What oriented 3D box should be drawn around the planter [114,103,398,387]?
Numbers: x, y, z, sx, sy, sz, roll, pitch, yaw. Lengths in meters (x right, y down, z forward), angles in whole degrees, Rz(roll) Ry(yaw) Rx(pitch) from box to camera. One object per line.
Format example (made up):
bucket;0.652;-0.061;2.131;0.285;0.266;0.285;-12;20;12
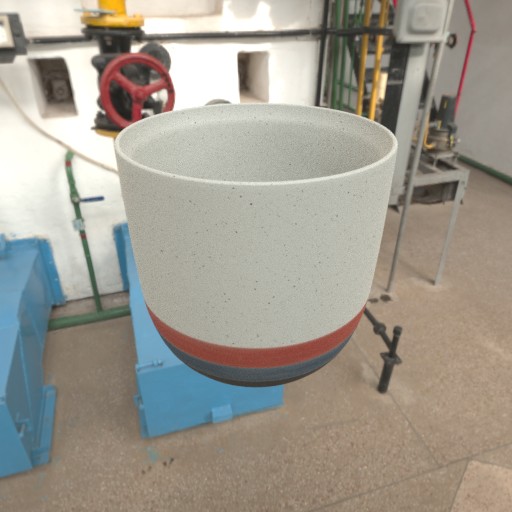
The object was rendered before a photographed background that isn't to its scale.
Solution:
planter;0.000;0.000;0.384;0.204;0.214;0.204;0;31;0
